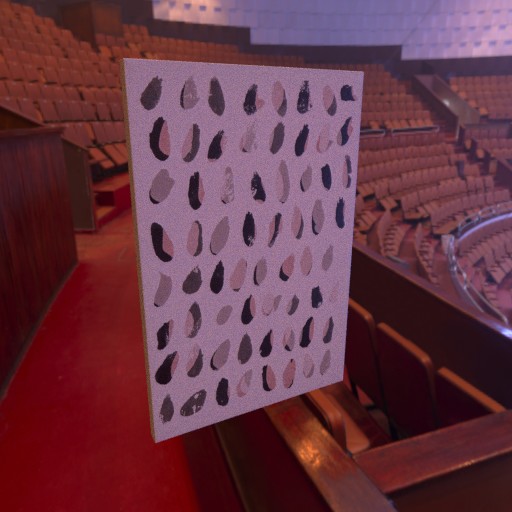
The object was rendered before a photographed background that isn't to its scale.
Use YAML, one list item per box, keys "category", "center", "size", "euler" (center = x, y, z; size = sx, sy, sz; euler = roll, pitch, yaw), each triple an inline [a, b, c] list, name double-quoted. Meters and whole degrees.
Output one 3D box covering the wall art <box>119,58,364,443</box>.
- category: "wall art"
  center: [0.000, 0.000, 1.160]
  size: [0.610, 0.916, 0.037]
  euler: [-9, 20, -26]
